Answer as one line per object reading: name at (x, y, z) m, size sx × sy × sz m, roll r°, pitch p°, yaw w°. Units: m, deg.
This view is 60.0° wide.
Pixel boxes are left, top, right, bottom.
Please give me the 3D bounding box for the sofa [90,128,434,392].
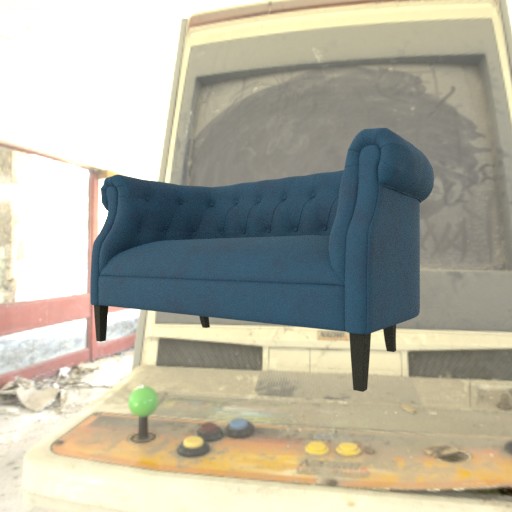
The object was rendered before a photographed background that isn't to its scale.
sofa at (0.000, 0.000, 2.053) m, size 1.558 × 0.827 × 0.835 m, roll 0°, pitch 0°, yaw 37°
